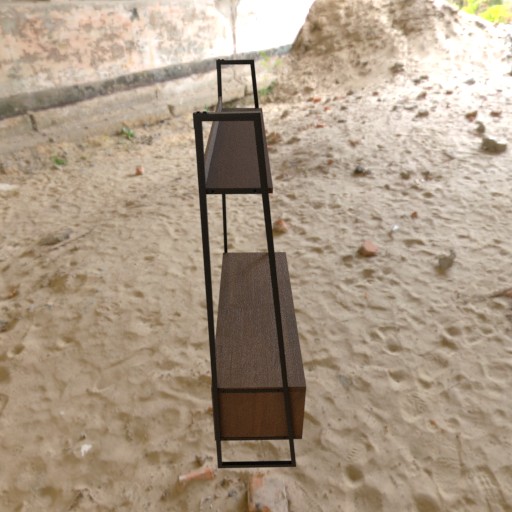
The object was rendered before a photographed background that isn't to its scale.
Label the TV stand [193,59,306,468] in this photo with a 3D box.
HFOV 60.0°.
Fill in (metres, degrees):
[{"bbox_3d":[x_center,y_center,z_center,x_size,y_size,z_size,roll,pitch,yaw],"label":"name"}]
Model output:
[{"bbox_3d":[0.000,0.000,2.346,0.432,1.772,1.250,-1,31,-1],"label":"TV stand"}]
